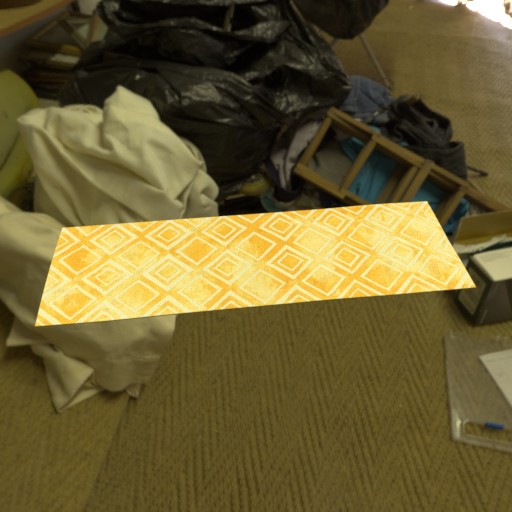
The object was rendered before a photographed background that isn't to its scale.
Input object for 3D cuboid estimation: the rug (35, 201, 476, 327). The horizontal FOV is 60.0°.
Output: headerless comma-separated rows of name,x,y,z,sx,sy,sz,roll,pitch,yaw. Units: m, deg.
rug,0.000,0.000,2.683,2.438,0.010,0.775,-5,47,-4
